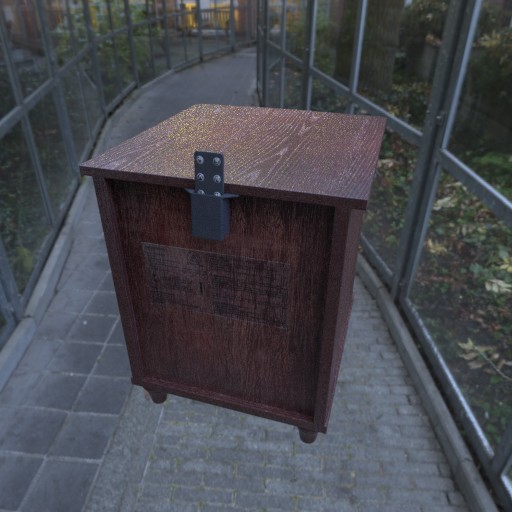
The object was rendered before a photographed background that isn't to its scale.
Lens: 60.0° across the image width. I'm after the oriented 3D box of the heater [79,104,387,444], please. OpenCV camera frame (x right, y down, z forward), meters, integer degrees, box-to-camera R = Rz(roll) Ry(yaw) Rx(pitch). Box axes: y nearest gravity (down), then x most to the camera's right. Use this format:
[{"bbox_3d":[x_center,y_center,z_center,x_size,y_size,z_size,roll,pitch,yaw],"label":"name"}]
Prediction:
[{"bbox_3d":[0.000,0.000,0.770,0.362,0.481,0.400,9,32,15],"label":"heater"}]
